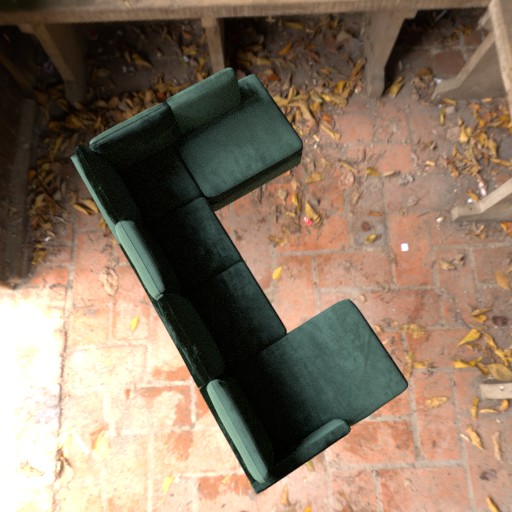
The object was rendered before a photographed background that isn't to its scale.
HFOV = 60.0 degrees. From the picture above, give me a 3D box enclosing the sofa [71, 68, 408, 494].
[{"bbox_3d":[0.000,0.000,4.168,2.055,0.992,3.434,-31,77,-8],"label":"sofa"}]
